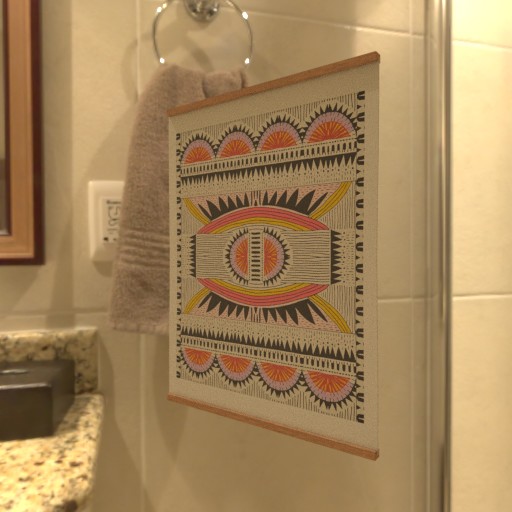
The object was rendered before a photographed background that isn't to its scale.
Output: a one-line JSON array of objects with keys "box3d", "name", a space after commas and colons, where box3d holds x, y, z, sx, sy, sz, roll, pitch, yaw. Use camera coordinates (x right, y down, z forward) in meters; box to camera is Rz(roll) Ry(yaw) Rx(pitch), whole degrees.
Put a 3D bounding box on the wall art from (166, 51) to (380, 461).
[{"box3d": [0.000, 0.000, 1.336, 0.765, 1.016, 0.028, 0, 1, 37], "name": "wall art"}]
